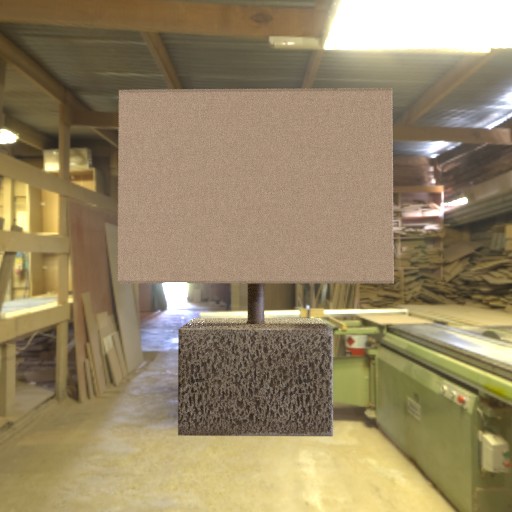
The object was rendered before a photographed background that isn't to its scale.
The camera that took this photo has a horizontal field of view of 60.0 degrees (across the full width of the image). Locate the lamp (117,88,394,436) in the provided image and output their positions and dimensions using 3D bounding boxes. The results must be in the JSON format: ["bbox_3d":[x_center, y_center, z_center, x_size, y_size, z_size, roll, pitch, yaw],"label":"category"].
[{"bbox_3d":[0.000,0.000,0.561,0.294,0.411,0.180,0,-1,1],"label":"lamp"}]
